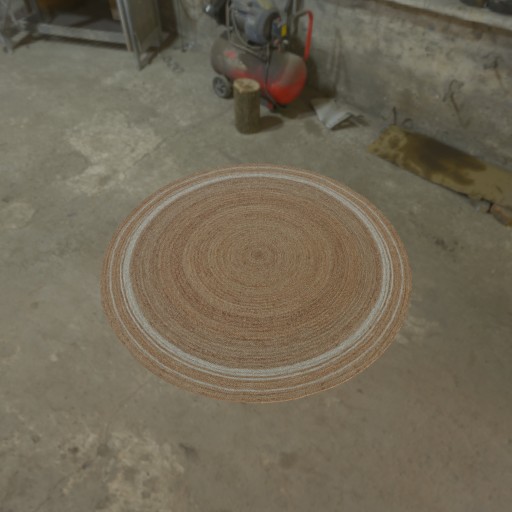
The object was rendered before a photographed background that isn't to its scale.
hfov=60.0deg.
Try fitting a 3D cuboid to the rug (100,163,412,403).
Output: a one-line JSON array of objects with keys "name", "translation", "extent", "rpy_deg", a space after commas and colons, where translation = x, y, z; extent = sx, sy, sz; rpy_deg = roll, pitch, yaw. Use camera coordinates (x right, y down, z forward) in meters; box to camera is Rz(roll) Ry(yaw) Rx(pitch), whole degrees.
[{"name": "rug", "translation": [0.000, 0.000, 3.574], "extent": [2.444, 0.015, 2.444], "rpy_deg": [0, 48, 0]}]
